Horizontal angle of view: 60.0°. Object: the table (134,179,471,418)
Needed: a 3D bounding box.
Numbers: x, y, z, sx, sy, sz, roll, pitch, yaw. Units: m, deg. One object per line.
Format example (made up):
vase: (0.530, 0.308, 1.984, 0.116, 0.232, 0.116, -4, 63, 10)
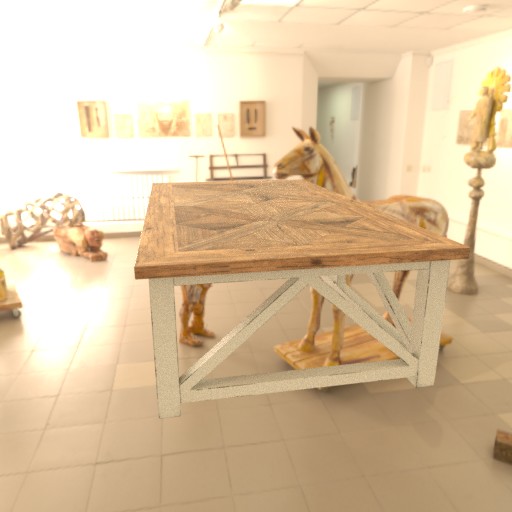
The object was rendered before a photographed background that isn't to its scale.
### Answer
table: (0.000, 0.000, 1.729, 0.800, 0.410, 1.400, -3, 17, -11)
